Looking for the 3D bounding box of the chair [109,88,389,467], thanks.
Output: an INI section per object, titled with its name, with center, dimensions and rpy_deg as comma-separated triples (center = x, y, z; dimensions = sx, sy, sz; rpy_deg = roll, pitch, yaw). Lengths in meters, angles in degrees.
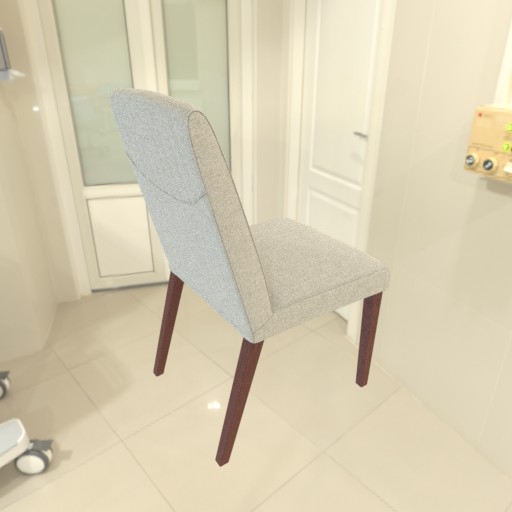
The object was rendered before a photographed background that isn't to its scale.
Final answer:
[chair]
center = 0.000, 0.000, 1.242
dimensions = 0.594, 0.900, 0.480
rpy_deg = -17, 30, -31
